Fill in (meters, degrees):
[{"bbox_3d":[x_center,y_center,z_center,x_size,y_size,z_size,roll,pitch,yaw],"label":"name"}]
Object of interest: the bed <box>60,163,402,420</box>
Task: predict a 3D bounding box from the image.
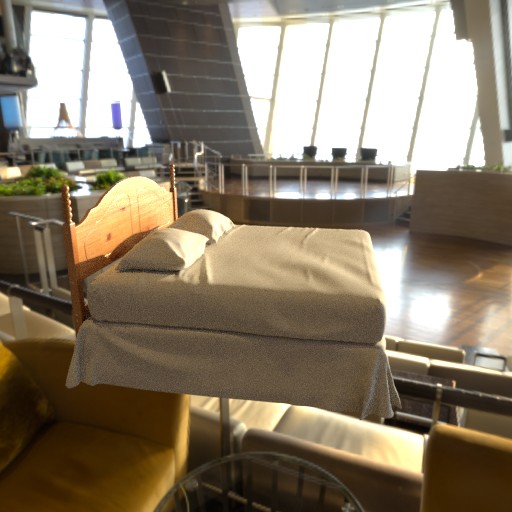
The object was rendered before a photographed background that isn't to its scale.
[{"bbox_3d":[0.000,0.000,3.708,2.219,1.355,2.322,3,16,11],"label":"bed"}]
